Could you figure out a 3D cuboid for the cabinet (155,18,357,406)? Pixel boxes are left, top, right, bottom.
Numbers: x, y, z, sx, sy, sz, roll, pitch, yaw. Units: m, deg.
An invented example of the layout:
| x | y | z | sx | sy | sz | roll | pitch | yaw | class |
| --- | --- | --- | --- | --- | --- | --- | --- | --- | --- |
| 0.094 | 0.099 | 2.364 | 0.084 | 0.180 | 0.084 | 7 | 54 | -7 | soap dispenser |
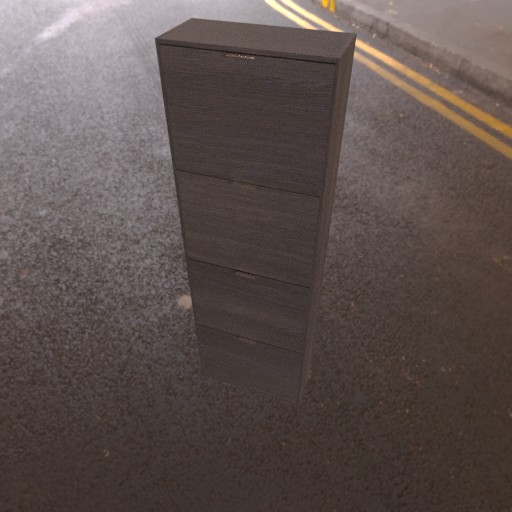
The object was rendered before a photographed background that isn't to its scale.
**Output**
| x | y | z | sx | sy | sz | roll | pitch | yaw | class |
| --- | --- | --- | --- | --- | --- | --- | --- | --- | --- |
| 0.000 | 0.000 | 1.776 | 0.520 | 1.630 | 0.255 | 13 | 43 | 15 | cabinet |
